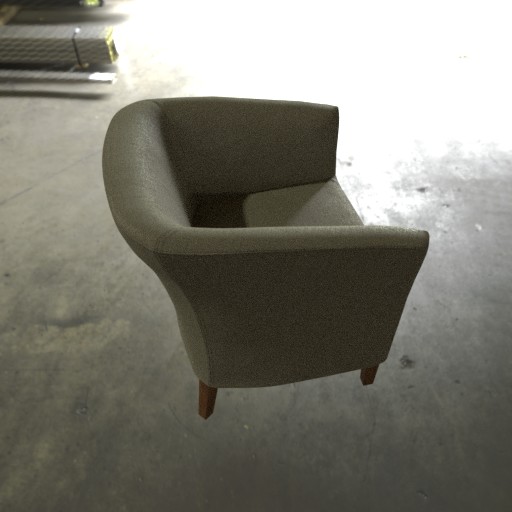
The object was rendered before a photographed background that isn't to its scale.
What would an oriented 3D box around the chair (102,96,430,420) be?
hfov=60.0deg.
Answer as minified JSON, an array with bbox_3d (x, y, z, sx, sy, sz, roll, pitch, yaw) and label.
[{"bbox_3d":[0.000,0.000,1.260,0.668,0.771,0.600,-10,48,-9],"label":"chair"}]
